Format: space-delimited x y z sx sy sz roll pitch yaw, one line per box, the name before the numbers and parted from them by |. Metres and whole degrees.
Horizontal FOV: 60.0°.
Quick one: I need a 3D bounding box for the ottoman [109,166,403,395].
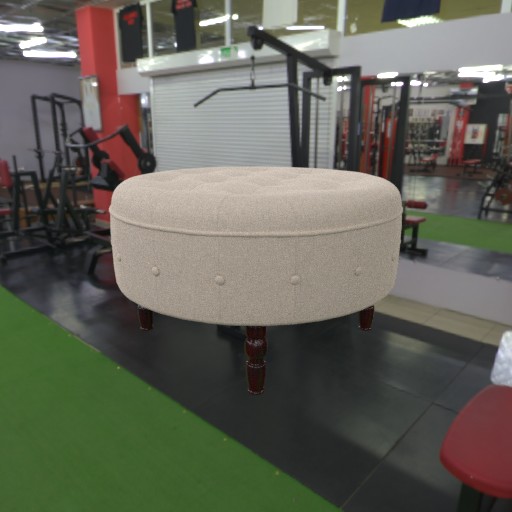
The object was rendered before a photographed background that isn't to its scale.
ottoman | 0.000 0.000 1.387 0.848 0.494 0.848 0 16 0
